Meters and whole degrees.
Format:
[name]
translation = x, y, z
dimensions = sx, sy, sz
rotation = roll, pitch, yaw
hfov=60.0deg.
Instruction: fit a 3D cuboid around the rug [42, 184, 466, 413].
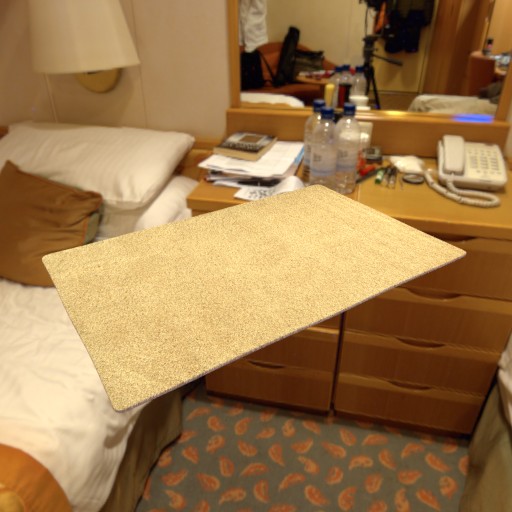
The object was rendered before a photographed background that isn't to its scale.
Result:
[rug]
translation = 0.000, 0.000, 2.888
dimensions = 2.349, 0.025, 1.500
rotation = -18, 35, -29
